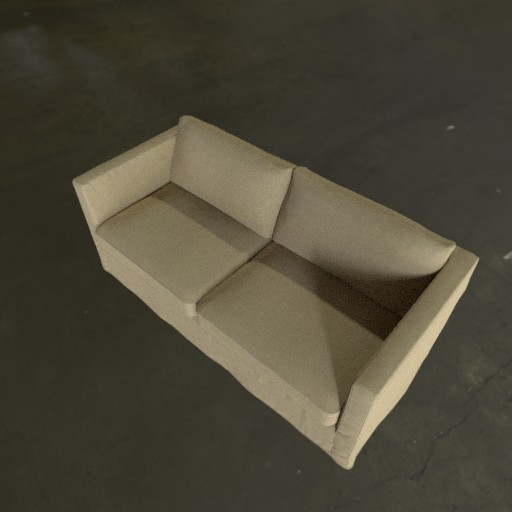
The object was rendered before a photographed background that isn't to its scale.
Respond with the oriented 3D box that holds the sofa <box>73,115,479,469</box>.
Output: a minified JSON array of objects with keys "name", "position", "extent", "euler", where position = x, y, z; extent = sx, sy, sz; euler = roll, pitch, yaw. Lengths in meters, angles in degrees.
[{"name":"sofa","position":[0.000,0.000,2.433],"extent":[1.959,0.835,0.962],"euler":[33,54,27]}]
